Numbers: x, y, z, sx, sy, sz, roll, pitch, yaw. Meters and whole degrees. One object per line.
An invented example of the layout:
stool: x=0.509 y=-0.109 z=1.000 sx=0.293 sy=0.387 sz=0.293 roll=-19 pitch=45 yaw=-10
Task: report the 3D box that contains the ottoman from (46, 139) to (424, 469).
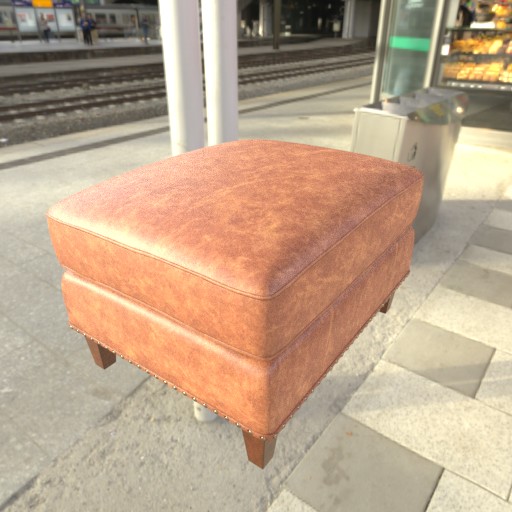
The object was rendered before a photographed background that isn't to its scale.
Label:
ottoman: x=0.000 y=0.000 z=1.112 sx=0.586 sy=0.486 sz=0.742 roll=18 pitch=33 yaw=31
